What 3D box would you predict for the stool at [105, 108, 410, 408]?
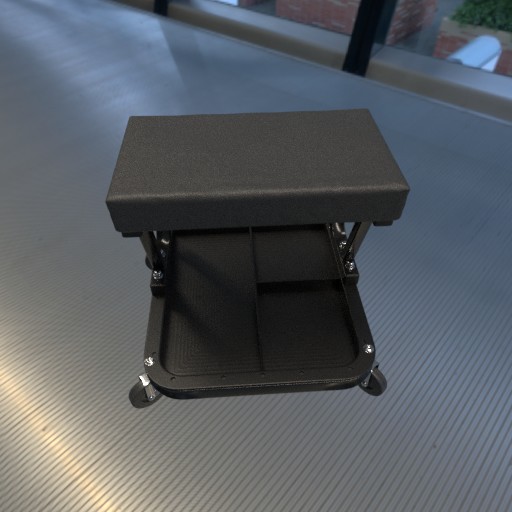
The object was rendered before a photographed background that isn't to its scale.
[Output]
[{"bbox_3d":[0.000,0.000,0.720,0.446,0.380,0.371,-3,45,-3],"label":"stool"}]
